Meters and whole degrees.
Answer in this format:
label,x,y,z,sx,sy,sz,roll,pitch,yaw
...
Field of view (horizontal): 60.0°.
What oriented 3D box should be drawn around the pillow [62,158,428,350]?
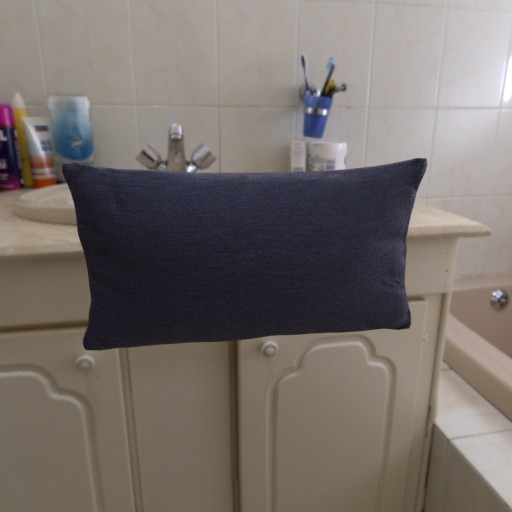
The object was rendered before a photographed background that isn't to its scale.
label,x,y,z,sx,sy,sz,roll,pitch,yaw
pillow,0.000,0.000,0.797,0.633,0.338,0.210,-2,17,-8
